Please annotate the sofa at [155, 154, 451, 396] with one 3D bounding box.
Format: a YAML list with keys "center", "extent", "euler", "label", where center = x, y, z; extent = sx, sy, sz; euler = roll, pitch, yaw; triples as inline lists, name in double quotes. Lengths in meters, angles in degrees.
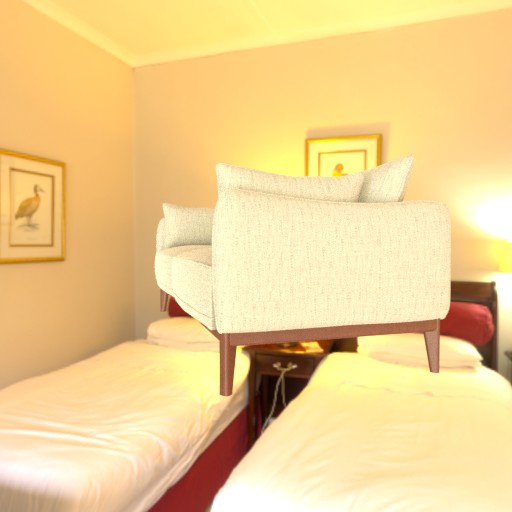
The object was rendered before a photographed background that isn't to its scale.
- center: [0.000, 0.000, 2.479]
  extent: [0.991, 0.860, 1.989]
  euler: [-1, 2, -18]
  label: "sofa"
